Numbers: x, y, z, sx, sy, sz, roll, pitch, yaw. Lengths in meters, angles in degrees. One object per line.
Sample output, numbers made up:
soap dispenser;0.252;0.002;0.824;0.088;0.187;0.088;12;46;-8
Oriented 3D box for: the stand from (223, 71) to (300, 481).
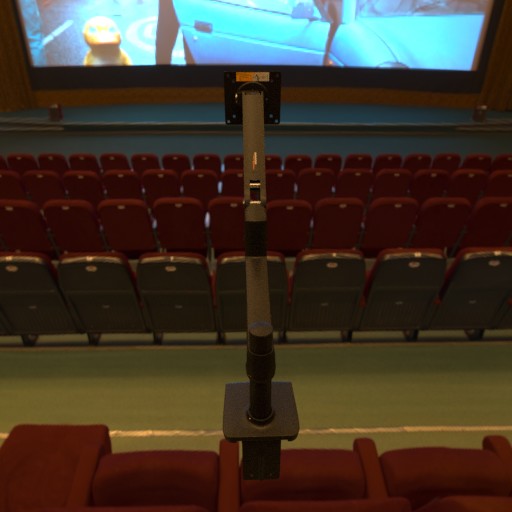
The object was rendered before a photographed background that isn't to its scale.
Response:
stand;0.000;0.000;1.025;0.152;0.713;0.650;-1;30;-2
